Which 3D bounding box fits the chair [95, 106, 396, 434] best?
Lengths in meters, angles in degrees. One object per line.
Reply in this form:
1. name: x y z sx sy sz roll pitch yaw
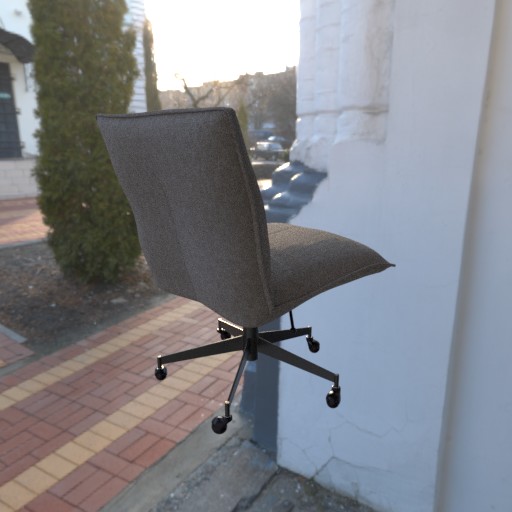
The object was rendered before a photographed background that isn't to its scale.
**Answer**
1. chair: 0.000 0.000 1.327 0.696 0.811 0.597 -13 20 -40
